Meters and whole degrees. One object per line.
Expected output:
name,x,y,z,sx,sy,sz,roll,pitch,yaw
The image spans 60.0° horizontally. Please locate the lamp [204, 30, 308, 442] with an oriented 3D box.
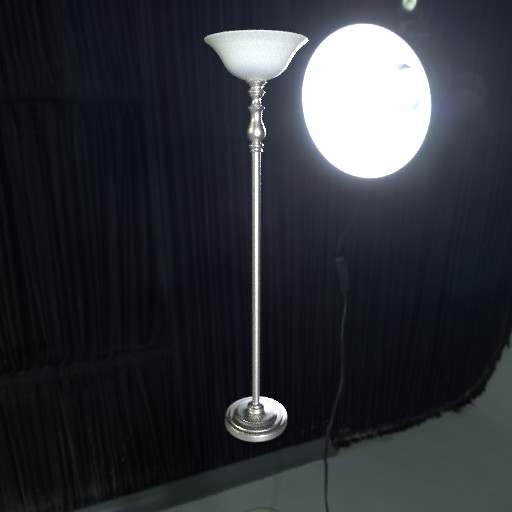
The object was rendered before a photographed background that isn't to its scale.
lamp,0.000,0.000,1.997,0.405,1.771,0.405,-8,19,-25
